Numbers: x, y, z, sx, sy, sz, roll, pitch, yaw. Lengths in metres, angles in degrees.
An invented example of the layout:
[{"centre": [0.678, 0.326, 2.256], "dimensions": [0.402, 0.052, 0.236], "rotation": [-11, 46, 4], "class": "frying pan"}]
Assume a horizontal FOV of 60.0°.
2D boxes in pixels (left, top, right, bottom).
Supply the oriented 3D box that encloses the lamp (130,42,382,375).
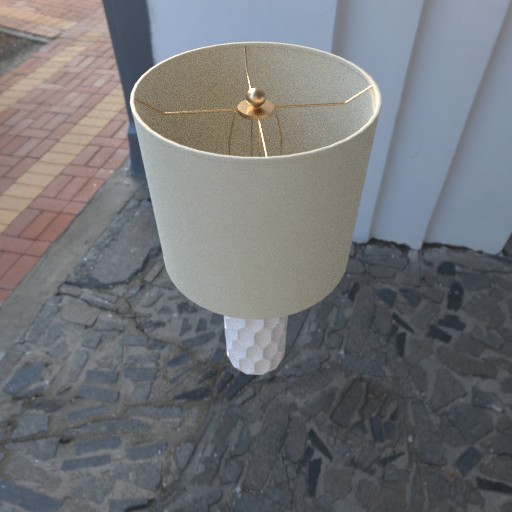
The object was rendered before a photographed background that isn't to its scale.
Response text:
[{"centre": [0.000, 0.000, 0.688], "dimensions": [0.277, 0.537, 0.277], "rotation": [24, 51, 22], "class": "lamp"}]
